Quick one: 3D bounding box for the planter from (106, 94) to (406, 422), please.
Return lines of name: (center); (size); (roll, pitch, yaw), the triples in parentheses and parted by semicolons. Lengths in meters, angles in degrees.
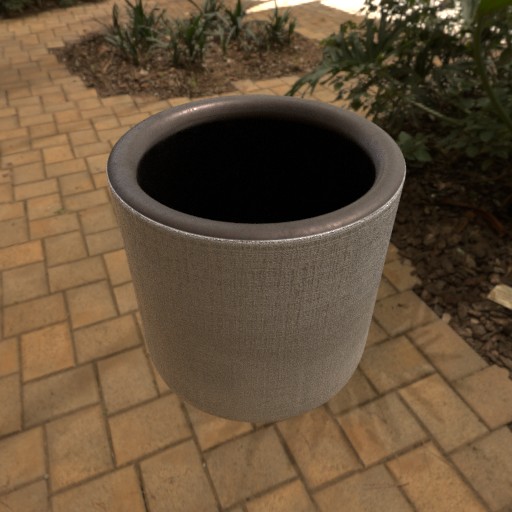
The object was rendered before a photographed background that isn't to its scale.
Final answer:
planter: (0.000, 0.000, 0.289); (0.160, 0.156, 0.160); (0, 41, 0)
